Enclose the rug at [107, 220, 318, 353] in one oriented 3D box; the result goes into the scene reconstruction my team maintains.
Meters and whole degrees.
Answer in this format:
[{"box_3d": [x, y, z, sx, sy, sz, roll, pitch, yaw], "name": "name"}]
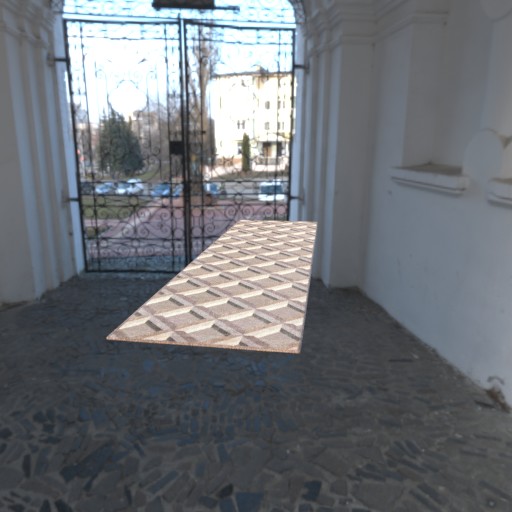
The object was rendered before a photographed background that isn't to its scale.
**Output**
[{"box_3d": [0.000, 0.000, 2.672, 0.685, 0.013, 2.437, 2, 15, 9], "name": "rug"}]
